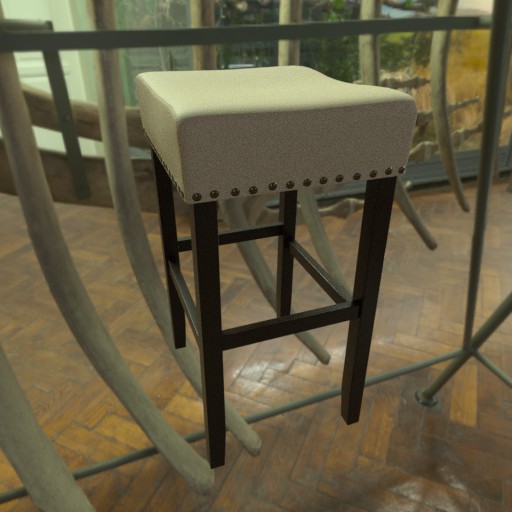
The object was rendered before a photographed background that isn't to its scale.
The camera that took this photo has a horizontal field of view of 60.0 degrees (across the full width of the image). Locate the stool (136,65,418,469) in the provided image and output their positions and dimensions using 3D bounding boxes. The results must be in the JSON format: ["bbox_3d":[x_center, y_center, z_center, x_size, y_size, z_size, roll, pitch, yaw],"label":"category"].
[{"bbox_3d":[0.000,0.000,1.023,0.401,0.762,0.471,-10,31,-18],"label":"stool"}]
